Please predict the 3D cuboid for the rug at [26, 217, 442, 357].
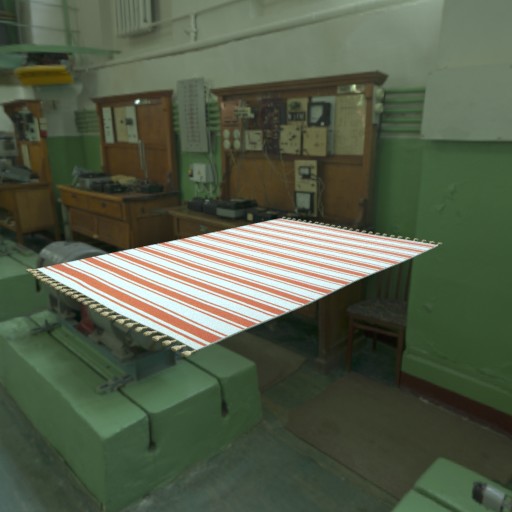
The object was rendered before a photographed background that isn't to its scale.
[{"bbox_3d":[0.000,0.000,2.991,1.556,0.022,2.433,14,21,42],"label":"rug"}]
